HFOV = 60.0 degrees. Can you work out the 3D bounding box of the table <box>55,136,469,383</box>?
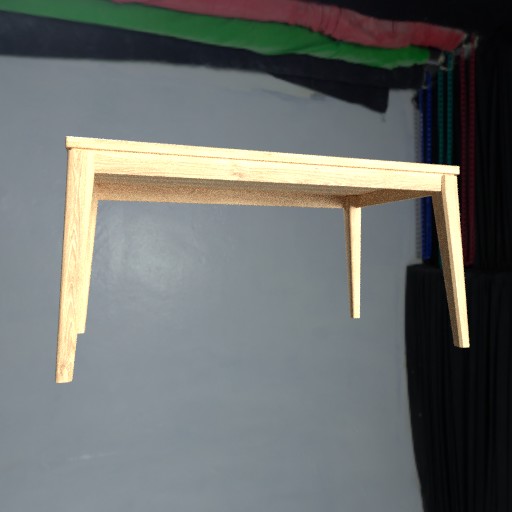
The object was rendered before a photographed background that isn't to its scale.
[{"bbox_3d":[0.000,0.000,2.028,1.600,0.760,0.900,0,1,-19],"label":"table"}]
